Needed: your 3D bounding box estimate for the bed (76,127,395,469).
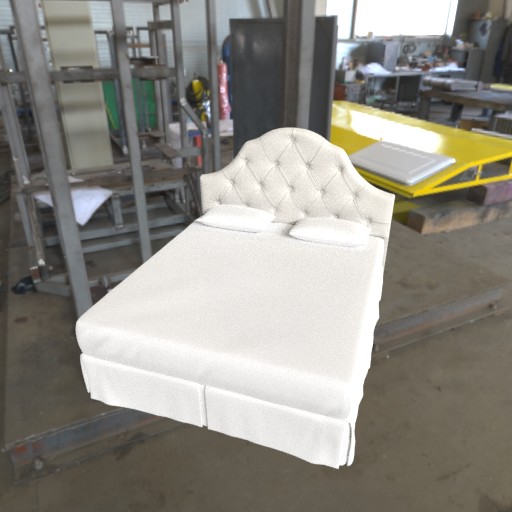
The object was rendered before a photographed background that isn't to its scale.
[{"bbox_3d":[0.000,0.000,3.560,2.008,1.615,2.214,9,28,17],"label":"bed"}]
